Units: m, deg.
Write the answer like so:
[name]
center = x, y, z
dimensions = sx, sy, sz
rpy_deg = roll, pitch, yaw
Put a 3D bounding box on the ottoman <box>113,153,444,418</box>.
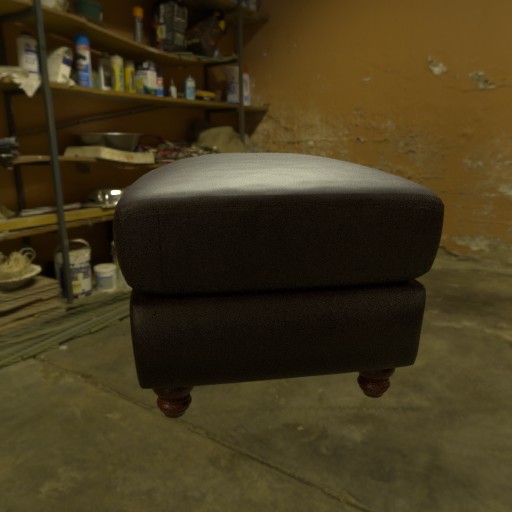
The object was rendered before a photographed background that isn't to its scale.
[ottoman]
center = 0.000, 0.000, 1.256
dimensions = 0.670, 0.569, 0.806
rpy_deg = -2, 13, -10
